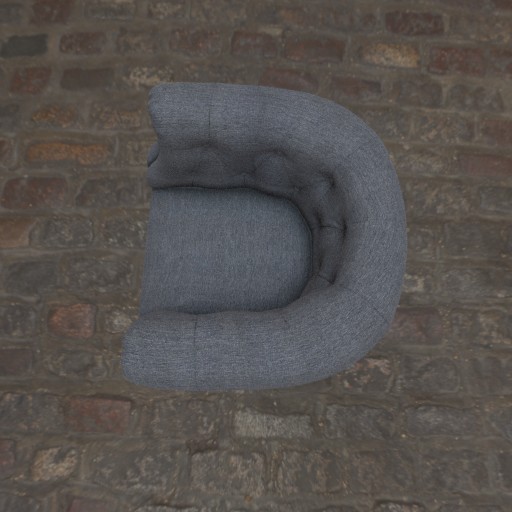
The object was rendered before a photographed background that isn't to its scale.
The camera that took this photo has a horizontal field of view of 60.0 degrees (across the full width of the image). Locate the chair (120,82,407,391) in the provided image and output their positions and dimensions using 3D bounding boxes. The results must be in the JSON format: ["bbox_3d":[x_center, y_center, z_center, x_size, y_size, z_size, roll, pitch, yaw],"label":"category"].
[{"bbox_3d":[0.000,0.000,1.569,0.852,0.827,0.905,2,75,0],"label":"chair"}]
